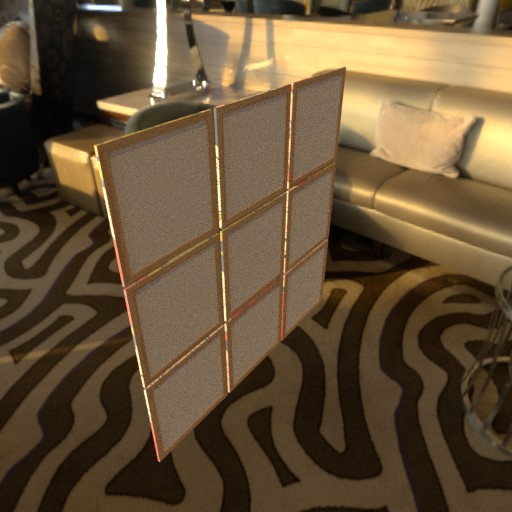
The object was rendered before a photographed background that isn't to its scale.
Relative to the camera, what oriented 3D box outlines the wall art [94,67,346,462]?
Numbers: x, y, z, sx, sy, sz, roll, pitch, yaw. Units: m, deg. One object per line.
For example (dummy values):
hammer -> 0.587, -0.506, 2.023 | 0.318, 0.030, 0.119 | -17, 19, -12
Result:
wall art -> 0.000, 0.000, 2.189 | 0.013, 1.534, 1.519 | 22, 39, 30
